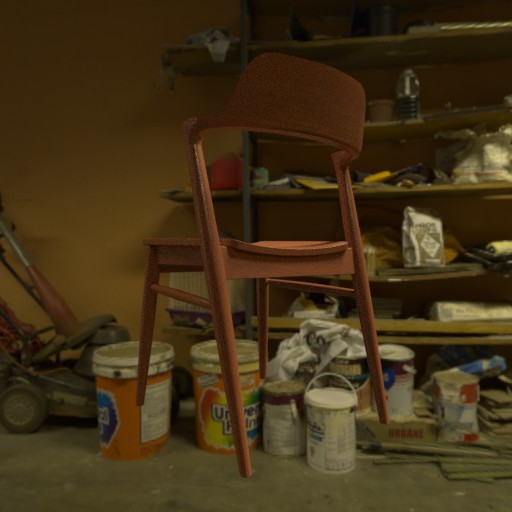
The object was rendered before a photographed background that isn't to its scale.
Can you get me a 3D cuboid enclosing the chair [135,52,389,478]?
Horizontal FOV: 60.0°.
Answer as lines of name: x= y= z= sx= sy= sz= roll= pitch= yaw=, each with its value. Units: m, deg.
chair: x=0.000 y=0.000 z=1.127 sx=0.496 sy=0.801 sz=0.499 roll=0 pitch=0 yaw=-37
